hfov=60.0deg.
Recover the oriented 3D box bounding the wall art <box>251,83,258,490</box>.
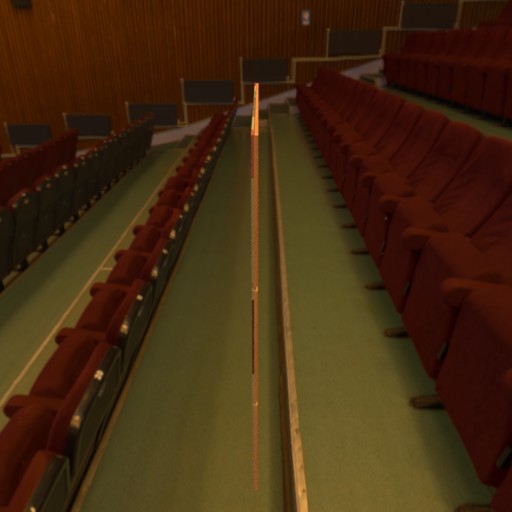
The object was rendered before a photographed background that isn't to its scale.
[{"bbox_3d":[0.000,0.000,1.360,0.012,0.910,0.911,0,26,0],"label":"wall art"}]
